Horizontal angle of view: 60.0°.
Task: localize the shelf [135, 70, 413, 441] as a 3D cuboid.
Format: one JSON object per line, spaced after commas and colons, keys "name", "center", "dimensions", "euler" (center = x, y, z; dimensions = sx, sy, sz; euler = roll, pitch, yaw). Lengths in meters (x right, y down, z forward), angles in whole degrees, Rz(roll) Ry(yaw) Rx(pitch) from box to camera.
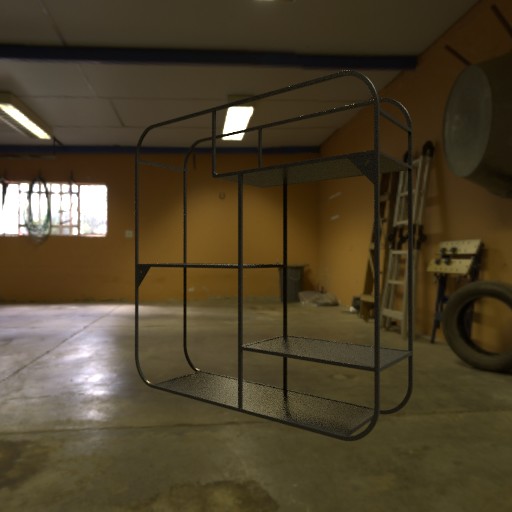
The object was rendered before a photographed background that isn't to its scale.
{"name": "shelf", "center": [0.000, 0.000, 0.929], "dimensions": [0.600, 0.600, 0.160], "euler": [0, 0, 38]}
